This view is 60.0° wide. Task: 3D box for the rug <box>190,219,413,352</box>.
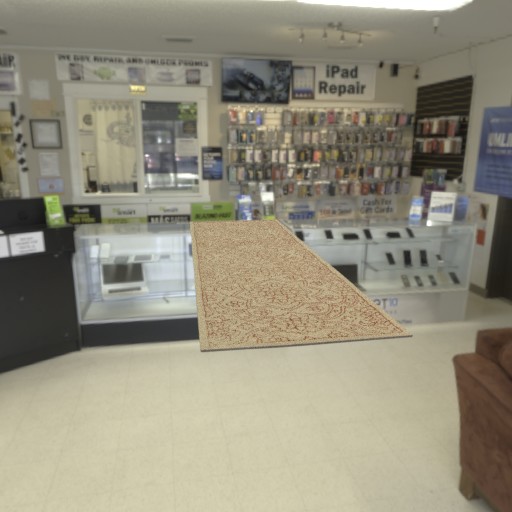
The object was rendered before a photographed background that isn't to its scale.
[{"bbox_3d":[0.000,0.000,2.707,0.769,0.012,2.448,-2,15,-9],"label":"rug"}]
